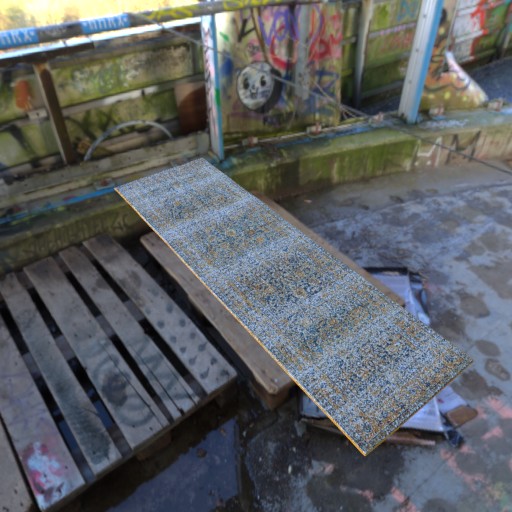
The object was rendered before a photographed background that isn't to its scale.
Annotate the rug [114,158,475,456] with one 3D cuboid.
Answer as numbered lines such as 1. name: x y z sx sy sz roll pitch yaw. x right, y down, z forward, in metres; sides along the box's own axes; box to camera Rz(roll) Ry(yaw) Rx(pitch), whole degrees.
1. rug: 0.000 0.000 2.490 0.704 0.014 2.294 -26 48 -27
